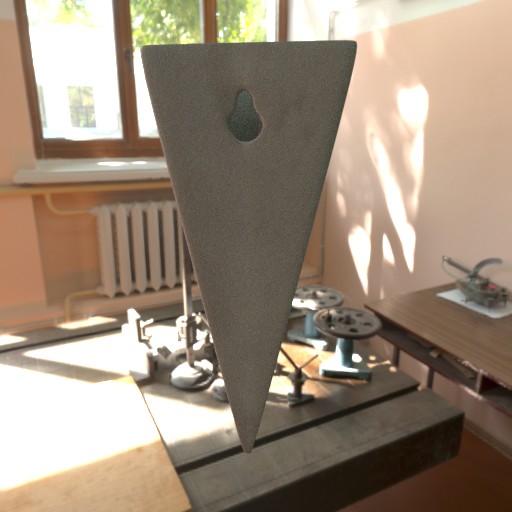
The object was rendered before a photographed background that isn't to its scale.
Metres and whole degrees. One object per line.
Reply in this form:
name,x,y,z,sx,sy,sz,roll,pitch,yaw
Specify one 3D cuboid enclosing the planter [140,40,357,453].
planter,0.000,0.000,0.269,0.101,0.224,0.081,2,16,7
